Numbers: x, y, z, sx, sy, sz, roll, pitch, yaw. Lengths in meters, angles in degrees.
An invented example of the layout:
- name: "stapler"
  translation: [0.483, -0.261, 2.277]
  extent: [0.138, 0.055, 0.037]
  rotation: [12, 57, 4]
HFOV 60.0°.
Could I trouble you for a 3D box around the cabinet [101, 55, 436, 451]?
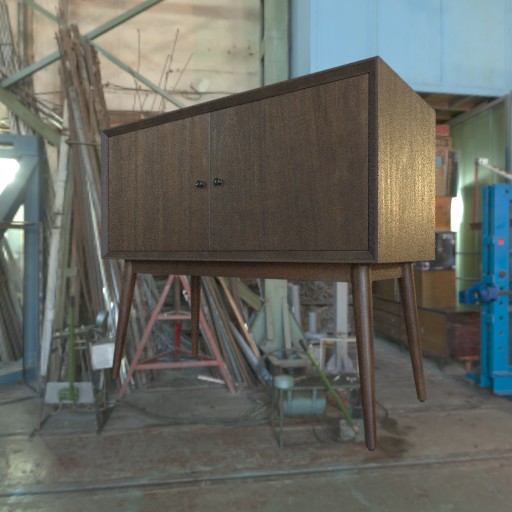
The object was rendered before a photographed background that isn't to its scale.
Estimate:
- name: "cabinet"
  translation: [0.000, 0.000, 1.078]
  extent: [0.743, 0.654, 0.354]
  rotation: [0, 1, 36]
